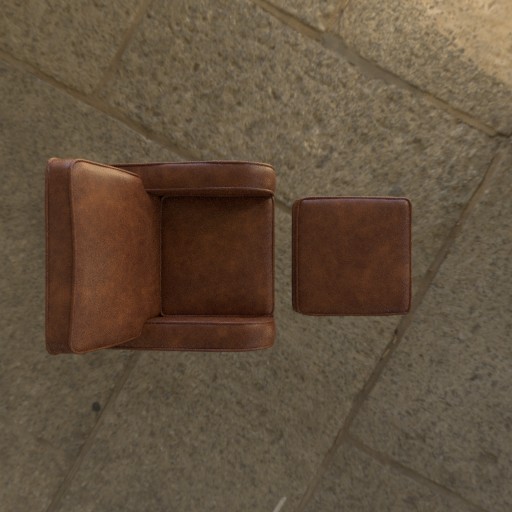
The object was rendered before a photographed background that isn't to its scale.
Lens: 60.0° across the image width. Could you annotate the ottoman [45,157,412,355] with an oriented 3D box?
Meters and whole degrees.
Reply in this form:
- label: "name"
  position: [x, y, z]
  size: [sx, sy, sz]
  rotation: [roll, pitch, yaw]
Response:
- label: "ottoman"
  position: [0.000, 0.000, 1.803]
  size: [1.314, 0.904, 0.732]
  rotation: [0, 90, 0]
